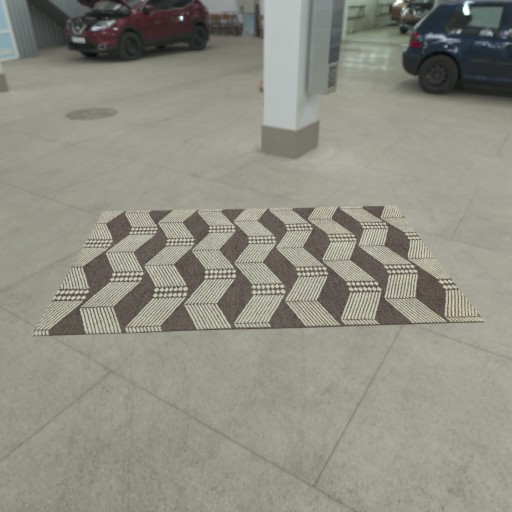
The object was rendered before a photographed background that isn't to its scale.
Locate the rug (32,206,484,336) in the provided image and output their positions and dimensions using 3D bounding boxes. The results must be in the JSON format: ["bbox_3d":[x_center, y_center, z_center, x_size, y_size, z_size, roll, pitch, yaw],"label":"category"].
[{"bbox_3d":[0.000,0.000,3.027,2.435,0.011,1.517,-1,31,-2],"label":"rug"}]
